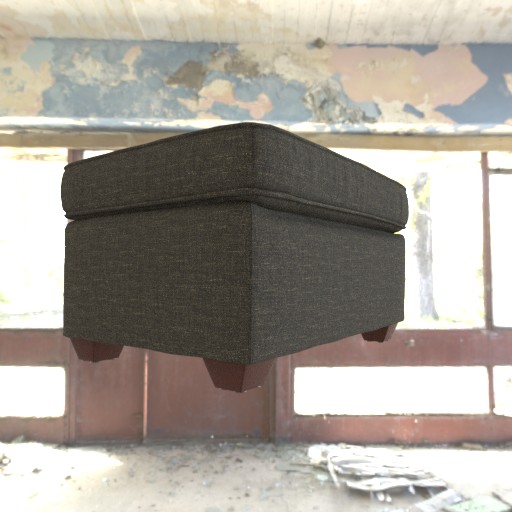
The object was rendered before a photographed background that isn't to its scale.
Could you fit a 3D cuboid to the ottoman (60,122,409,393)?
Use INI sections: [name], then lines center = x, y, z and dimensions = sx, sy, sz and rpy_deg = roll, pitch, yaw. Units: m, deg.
[ottoman]
center = 0.000, 0.000, 1.078
dimensions = 0.549, 0.450, 0.749
rpy_deg = -1, -2, 36
